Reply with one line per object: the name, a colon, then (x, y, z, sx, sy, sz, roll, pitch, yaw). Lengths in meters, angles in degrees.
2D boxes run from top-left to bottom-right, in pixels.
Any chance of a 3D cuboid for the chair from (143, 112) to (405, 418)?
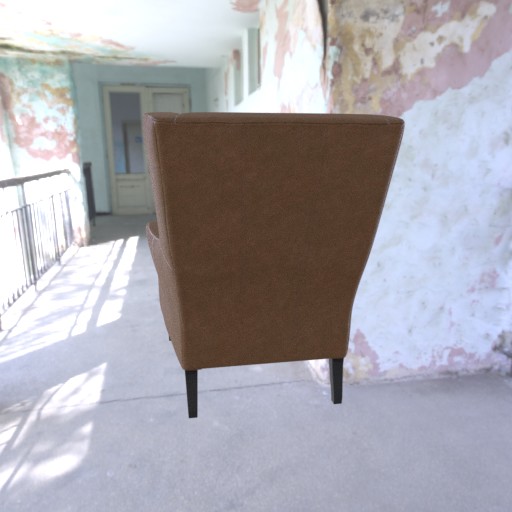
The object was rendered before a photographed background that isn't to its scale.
chair: (0.000, 0.000, 1.694, 0.852, 1.016, 0.925, -2, 14, -9)
